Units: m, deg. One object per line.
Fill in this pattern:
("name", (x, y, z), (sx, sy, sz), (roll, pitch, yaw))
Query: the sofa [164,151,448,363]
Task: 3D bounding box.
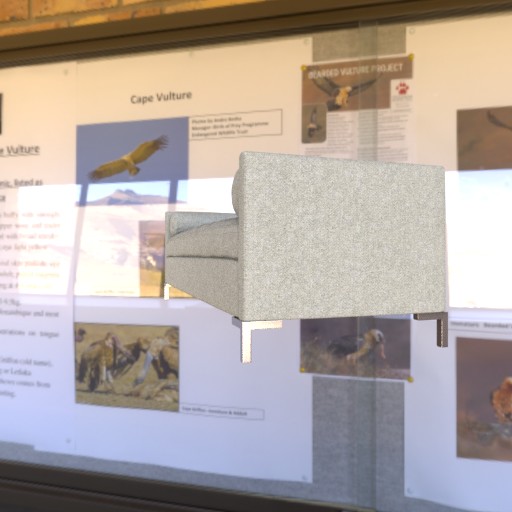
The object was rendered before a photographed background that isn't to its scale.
("sofa", (0.000, 0.000, 2.467), (0.797, 0.657, 2.102), (0, 0, -18))
